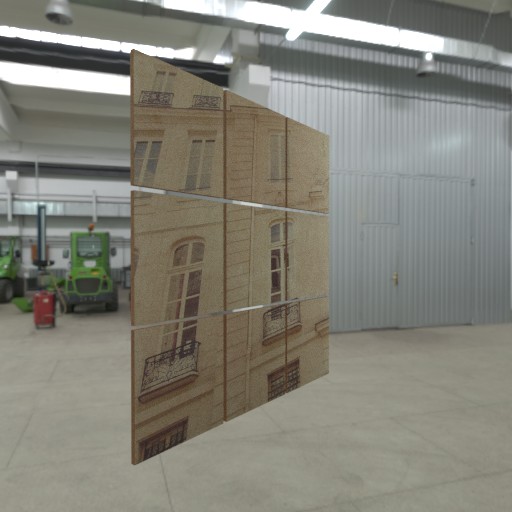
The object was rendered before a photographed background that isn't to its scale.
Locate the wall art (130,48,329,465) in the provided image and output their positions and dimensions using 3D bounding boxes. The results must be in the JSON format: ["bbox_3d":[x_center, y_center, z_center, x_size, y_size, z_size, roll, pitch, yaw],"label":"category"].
[{"bbox_3d":[0.000,0.000,1.340,0.018,0.913,0.915,0,1,37],"label":"wall art"}]
